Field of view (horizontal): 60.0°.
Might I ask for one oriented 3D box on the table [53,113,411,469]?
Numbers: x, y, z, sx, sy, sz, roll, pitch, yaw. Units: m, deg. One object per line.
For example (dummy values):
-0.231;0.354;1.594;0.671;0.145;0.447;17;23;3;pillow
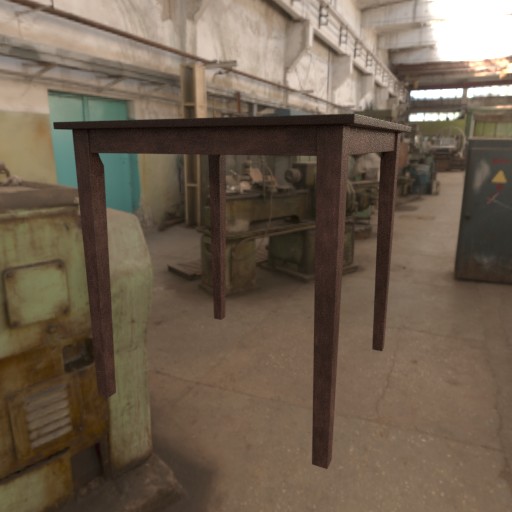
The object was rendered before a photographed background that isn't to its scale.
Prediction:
0.000;0.000;1.355;0.749;0.770;0.749;7;16;25;table
